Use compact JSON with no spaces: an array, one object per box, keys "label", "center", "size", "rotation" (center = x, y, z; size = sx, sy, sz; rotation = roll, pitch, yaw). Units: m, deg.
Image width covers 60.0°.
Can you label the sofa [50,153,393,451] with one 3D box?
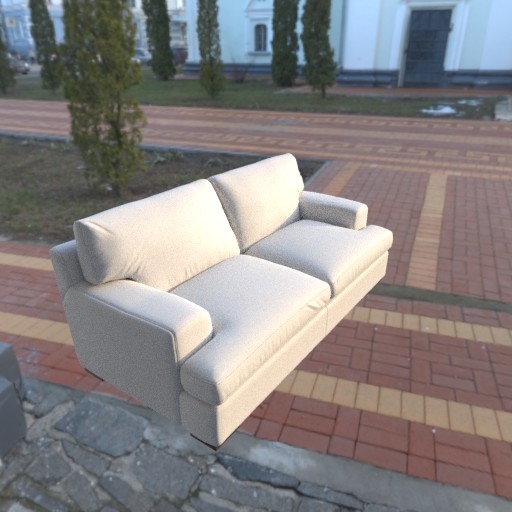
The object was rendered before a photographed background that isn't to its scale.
[{"label":"sofa","center":[0.000,0.000,2.940],"size":[1.143,0.940,2.261],"rotation":[17,29,32]}]
